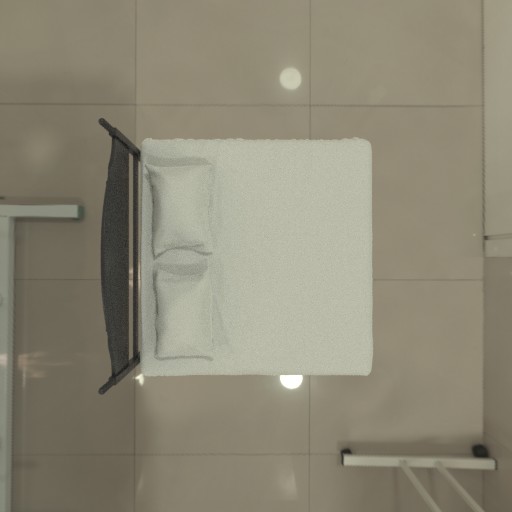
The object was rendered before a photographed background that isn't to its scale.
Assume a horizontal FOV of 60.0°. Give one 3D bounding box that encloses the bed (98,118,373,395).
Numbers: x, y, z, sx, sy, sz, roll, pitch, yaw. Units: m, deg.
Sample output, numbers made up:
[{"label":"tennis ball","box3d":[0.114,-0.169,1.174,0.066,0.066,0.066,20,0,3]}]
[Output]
[{"label":"bed","box3d":[0.000,0.000,3.723,2.219,1.355,2.322,0,90,0]}]
